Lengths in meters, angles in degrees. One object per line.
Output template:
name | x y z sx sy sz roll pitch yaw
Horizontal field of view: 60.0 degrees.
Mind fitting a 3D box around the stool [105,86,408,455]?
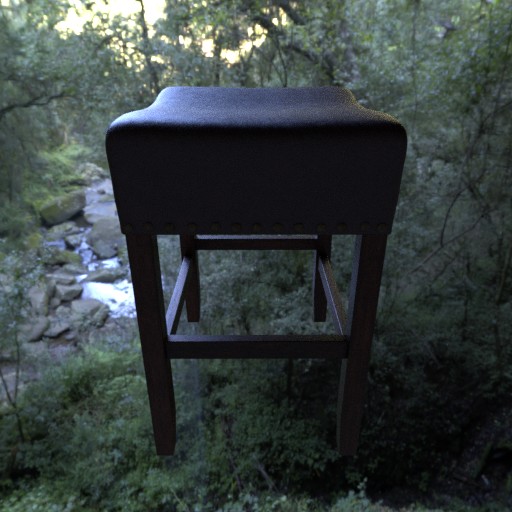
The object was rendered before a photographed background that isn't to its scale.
stool | 0.000 0.000 0.898 0.397 0.608 0.465 0 27 0
